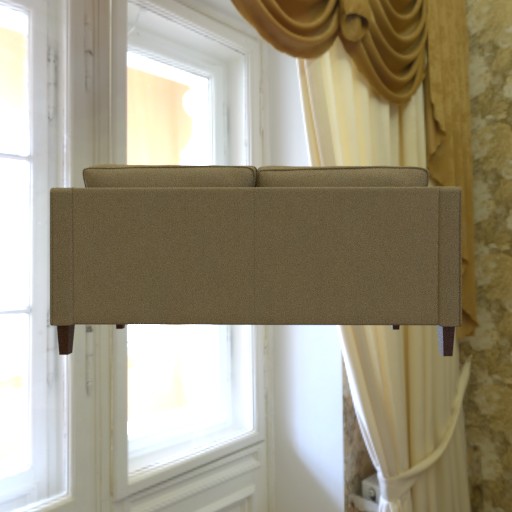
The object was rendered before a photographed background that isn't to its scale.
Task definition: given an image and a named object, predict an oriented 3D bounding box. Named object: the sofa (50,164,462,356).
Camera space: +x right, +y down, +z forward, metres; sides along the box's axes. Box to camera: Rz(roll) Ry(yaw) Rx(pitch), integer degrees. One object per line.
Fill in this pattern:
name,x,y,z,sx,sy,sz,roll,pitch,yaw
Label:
sofa,0.000,0.000,2.856,2.178,1.071,1.066,0,-1,1
